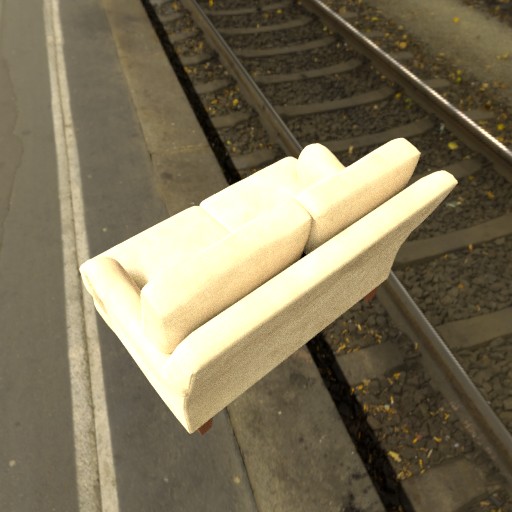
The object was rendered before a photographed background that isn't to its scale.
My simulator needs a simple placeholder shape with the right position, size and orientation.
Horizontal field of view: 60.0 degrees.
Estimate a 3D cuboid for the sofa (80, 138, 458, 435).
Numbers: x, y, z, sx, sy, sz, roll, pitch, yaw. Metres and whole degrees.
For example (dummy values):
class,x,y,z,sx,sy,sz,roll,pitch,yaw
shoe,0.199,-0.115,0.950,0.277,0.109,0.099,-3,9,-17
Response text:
class,x,y,z,sx,sy,sz,roll,pitch,yaw
sofa,0.000,0.000,2.241,1.498,1.087,1.086,-32,55,-26
